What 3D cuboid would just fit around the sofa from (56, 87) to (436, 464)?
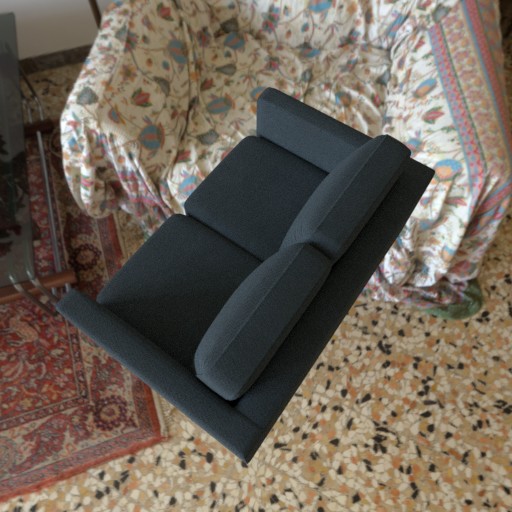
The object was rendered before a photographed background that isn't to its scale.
[{"bbox_3d":[0.000,0.000,2.143,0.999,0.930,1.518,33,68,15],"label":"sofa"}]
